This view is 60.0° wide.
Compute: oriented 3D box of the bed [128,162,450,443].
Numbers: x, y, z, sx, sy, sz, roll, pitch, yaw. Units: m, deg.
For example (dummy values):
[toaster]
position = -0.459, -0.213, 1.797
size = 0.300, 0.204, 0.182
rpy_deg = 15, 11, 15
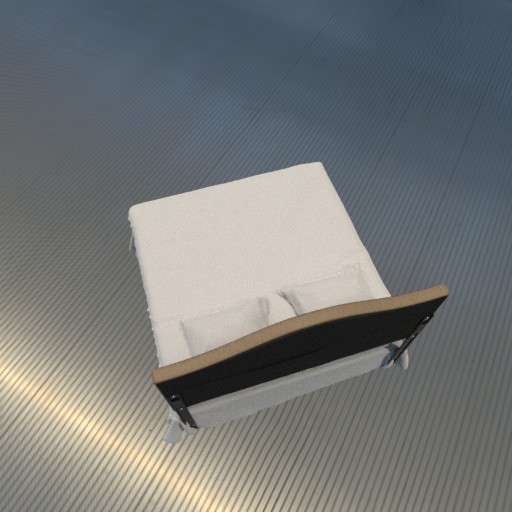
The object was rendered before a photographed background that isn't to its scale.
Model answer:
[bed]
position = 0.000, 0.000, 3.793
size = 2.311, 1.651, 2.222
rpy_deg = -15, 60, -9
